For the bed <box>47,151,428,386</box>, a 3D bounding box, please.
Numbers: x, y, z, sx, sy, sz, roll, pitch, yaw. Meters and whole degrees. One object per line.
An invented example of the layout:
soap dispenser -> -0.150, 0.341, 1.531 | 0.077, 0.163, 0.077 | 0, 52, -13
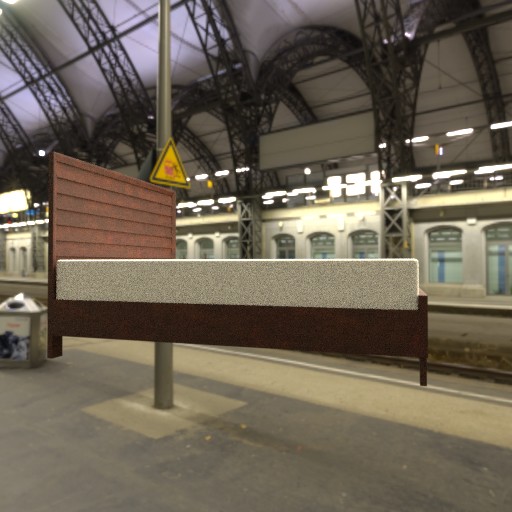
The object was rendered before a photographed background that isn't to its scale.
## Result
bed -> 0.000, 0.000, 3.167 | 2.184, 1.270, 1.600 | 0, -1, 17
